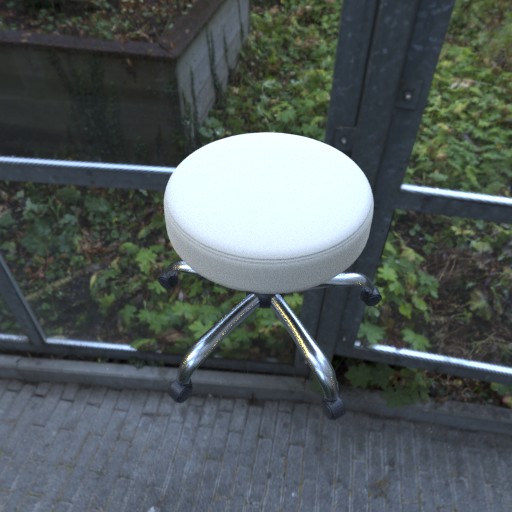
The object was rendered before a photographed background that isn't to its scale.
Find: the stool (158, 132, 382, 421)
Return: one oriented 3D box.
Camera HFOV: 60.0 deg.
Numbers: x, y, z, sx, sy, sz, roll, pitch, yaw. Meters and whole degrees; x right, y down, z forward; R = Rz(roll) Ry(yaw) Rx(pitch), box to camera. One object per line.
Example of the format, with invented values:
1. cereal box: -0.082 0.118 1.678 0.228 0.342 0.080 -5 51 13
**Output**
1. stool: 0.000 0.000 1.062 0.614 0.482 0.634 18 48 17
